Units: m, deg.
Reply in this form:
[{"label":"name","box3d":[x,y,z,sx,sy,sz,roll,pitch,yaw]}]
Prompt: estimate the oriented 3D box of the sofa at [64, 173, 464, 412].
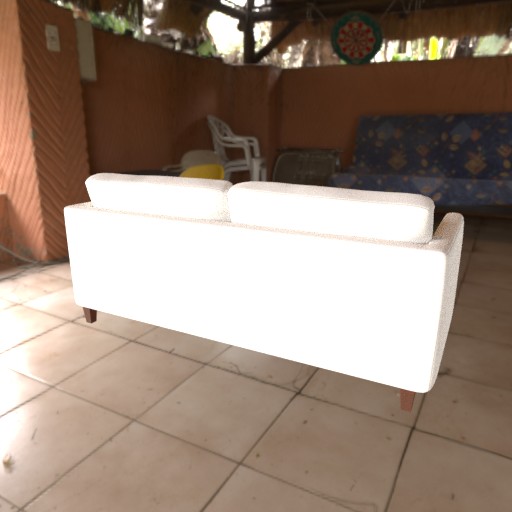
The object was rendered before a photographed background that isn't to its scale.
[{"label":"sofa","box3d":[0.000,0.000,2.594,2.139,0.933,0.924,8,18,27]}]
